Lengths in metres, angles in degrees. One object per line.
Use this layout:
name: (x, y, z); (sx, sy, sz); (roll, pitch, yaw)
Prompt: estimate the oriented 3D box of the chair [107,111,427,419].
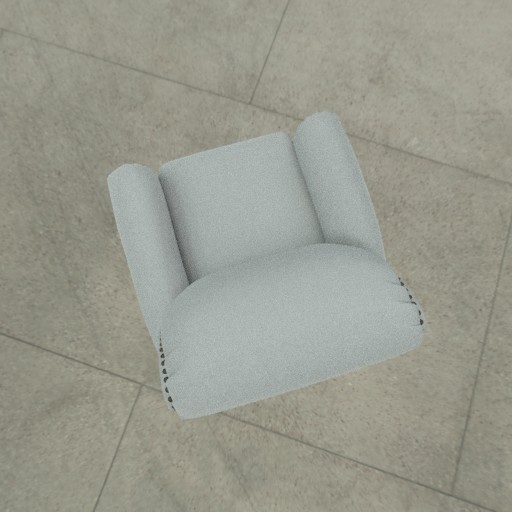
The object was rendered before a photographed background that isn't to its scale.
chair: (0.000, 0.000, 1.584); (0.854, 0.927, 0.890); (-16, 77, -4)
